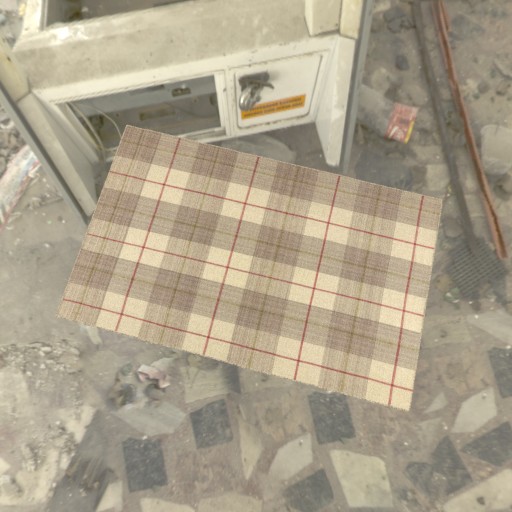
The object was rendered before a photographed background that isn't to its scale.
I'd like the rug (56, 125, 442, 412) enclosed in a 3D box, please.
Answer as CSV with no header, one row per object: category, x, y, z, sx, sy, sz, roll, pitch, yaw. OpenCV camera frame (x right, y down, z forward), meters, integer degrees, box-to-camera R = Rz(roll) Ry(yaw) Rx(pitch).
rug,0.000,0.000,3.161,2.464,0.010,1.549,14,75,4
